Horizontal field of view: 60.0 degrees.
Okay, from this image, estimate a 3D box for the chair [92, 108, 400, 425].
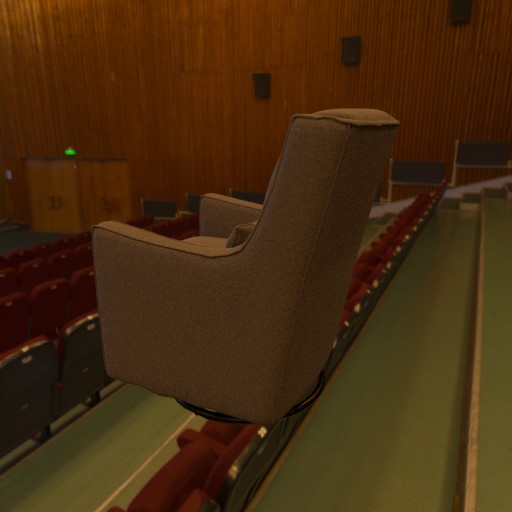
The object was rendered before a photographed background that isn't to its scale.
[{"bbox_3d":[0.000,0.000,1.582,0.879,0.993,0.732,8,19,25],"label":"chair"}]
